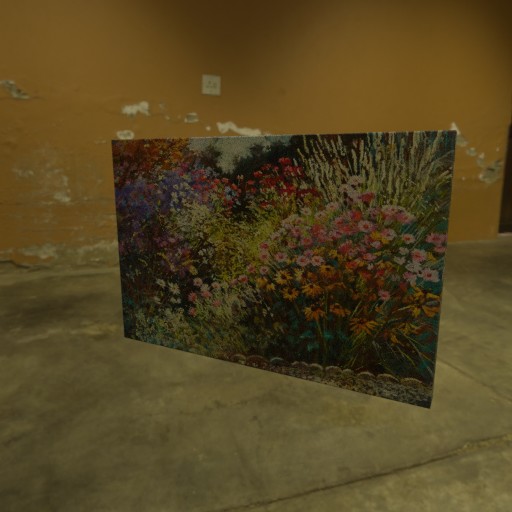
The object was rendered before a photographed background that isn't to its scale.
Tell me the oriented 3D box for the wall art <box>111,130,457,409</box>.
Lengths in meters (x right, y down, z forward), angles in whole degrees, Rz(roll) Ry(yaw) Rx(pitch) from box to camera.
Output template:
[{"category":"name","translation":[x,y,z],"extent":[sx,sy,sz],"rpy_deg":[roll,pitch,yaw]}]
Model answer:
[{"category":"wall art","translation":[0.000,0.000,0.779],"extent":[0.610,0.406,0.037],"rpy_deg":[6,14,26]}]
